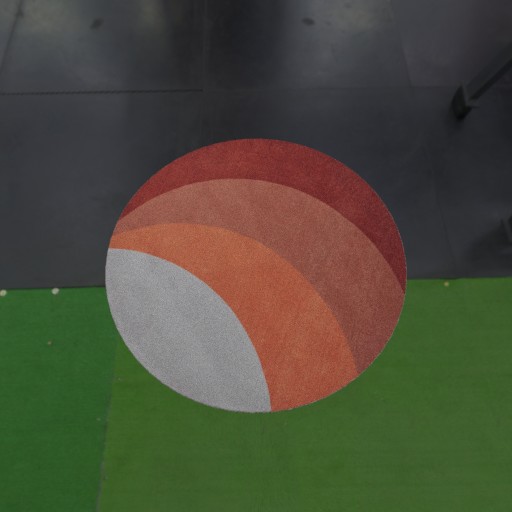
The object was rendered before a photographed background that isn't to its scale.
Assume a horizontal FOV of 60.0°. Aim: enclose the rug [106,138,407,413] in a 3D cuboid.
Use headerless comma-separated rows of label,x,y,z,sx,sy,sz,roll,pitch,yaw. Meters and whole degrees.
rug,0.000,0.000,2.253,1.514,0.015,1.514,0,64,0
